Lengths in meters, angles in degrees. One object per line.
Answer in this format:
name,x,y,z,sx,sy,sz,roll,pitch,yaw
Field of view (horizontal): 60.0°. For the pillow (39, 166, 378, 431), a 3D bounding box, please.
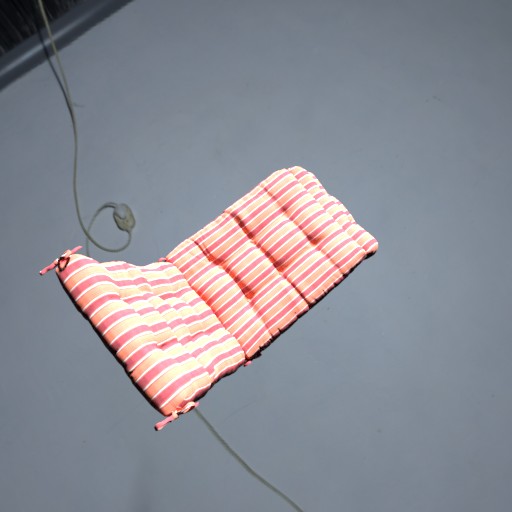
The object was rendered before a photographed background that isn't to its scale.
pillow,0.000,0.000,1.523,1.016,0.863,0.526,-39,79,-9
